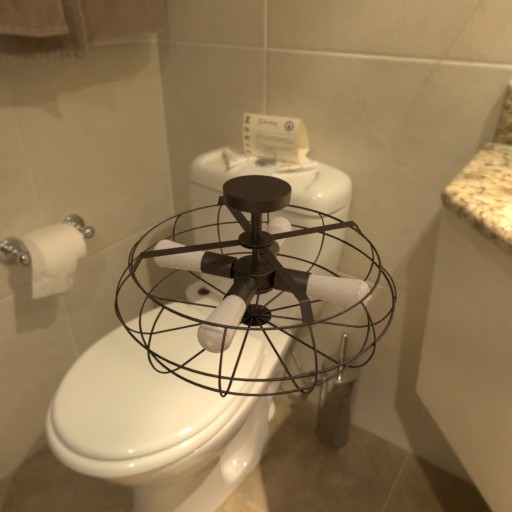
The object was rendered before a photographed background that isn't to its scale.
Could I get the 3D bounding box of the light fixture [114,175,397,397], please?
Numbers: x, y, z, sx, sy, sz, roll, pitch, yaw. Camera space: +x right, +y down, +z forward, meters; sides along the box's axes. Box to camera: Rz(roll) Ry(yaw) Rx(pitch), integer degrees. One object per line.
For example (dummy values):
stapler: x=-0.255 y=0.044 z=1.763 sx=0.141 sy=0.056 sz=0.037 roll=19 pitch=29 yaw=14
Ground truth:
light fixture: x=0.000 y=0.000 z=0.925 sx=0.582 sy=0.311 sz=0.582 roll=0 pitch=30 yaw=0
